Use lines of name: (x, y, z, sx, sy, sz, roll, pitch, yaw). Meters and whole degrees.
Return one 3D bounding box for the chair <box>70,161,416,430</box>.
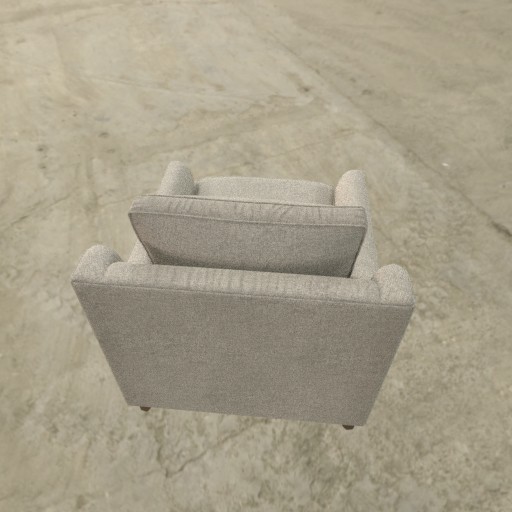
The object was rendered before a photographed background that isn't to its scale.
chair: (0.000, 0.000, 1.590, 0.838, 0.864, 0.918, 4, 46, 4)
